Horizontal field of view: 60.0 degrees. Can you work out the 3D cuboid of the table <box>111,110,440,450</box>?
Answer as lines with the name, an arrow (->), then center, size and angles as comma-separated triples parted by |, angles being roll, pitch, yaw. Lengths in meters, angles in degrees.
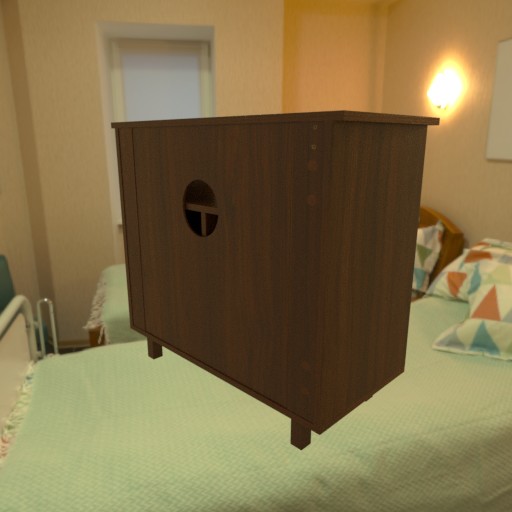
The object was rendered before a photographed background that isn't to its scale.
table -> 0.000, 0.000, 1.239 | 0.802, 0.725, 0.390 | 14, 20, 43
